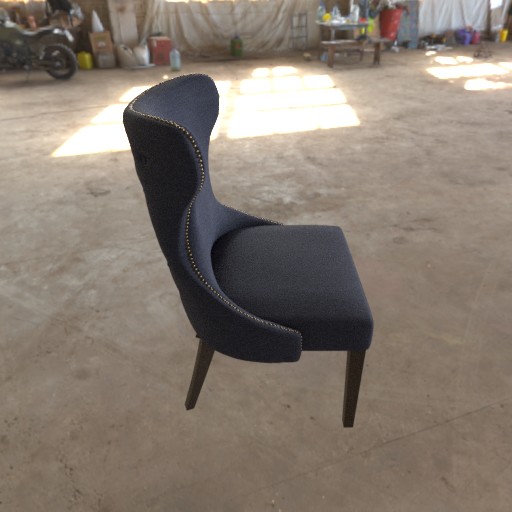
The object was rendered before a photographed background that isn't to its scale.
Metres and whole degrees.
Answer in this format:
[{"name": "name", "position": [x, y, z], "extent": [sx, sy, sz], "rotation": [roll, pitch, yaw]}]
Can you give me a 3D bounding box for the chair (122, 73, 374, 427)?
[{"name": "chair", "position": [0.000, 0.000, 1.359], "extent": [0.635, 0.967, 0.628], "rotation": [0, 32, 0]}]
